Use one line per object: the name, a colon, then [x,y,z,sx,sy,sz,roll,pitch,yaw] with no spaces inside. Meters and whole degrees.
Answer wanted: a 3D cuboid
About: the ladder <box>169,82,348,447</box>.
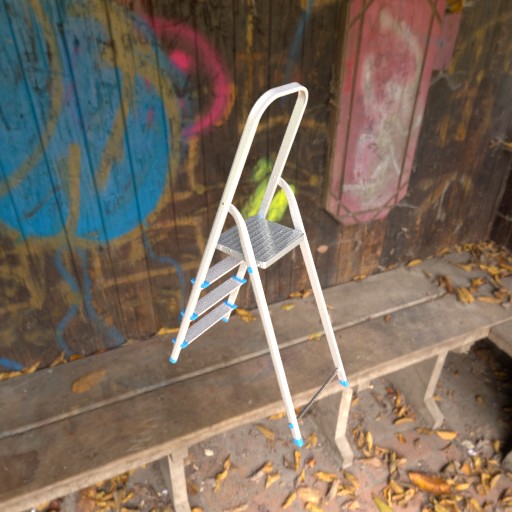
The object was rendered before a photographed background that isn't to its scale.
ladder: [0.000,0.000,1.917,0.842,1.434,0.445,23,39,31]
